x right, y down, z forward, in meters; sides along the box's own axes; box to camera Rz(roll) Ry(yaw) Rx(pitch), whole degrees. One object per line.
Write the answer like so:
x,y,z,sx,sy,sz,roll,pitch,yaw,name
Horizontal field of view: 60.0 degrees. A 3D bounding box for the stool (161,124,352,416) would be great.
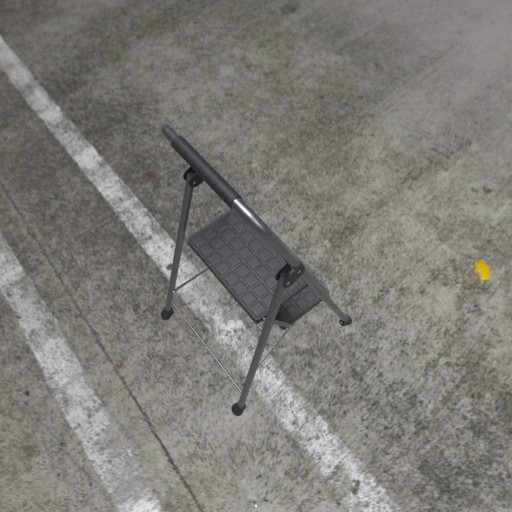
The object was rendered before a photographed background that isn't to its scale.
0.000,0.000,1.168,0.514,0.872,0.450,-35,66,-18,stool
